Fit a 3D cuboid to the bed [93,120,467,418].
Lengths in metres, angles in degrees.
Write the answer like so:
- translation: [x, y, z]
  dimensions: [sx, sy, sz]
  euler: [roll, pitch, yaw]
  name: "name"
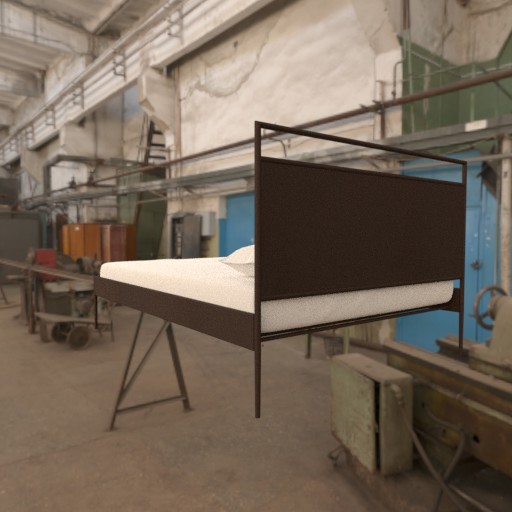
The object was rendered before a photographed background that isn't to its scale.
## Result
- translation: [0.000, 0.000, 3.051]
  dimensions: [1.572, 1.173, 2.122]
  euler: [-2, 3, -37]
  name: "bed"
